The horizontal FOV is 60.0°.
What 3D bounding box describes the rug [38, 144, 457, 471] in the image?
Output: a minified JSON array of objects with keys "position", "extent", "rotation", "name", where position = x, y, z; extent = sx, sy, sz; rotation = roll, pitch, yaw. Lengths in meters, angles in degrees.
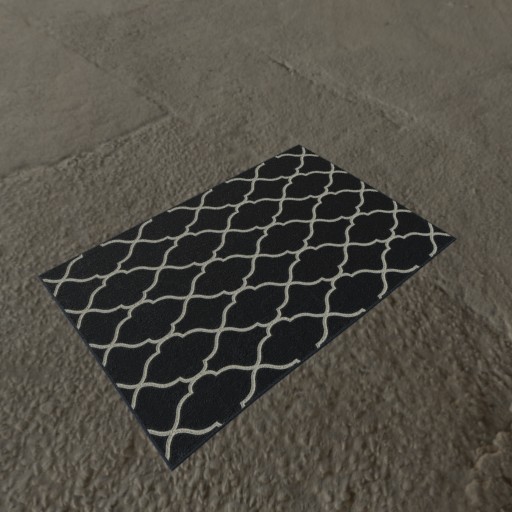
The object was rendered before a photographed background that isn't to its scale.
[{"position":[0.000,0.000,2.876],"extent":[2.290,0.014,1.526],"rotation":[-32,54,-27],"name":"rug"}]
